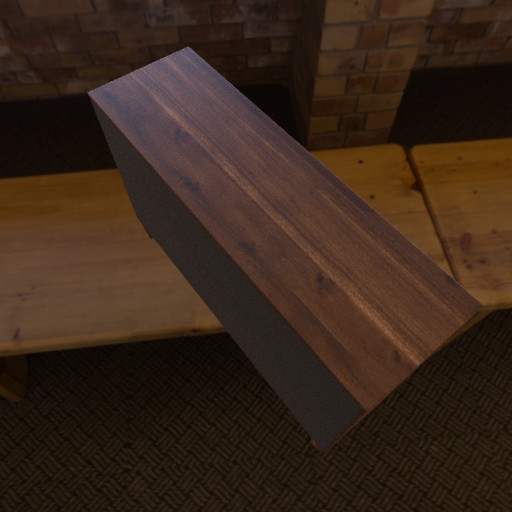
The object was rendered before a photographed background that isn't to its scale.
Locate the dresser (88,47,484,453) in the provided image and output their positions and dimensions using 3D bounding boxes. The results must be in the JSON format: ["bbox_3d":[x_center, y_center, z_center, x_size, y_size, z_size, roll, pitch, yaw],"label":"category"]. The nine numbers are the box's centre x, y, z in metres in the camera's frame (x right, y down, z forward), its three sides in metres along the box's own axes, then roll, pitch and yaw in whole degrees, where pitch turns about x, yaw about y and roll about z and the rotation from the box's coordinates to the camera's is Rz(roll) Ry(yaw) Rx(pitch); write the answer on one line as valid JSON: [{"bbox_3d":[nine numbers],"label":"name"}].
[{"bbox_3d":[0.000,0.000,1.751,0.438,0.892,1.387,-34,65,-18],"label":"dresser"}]
